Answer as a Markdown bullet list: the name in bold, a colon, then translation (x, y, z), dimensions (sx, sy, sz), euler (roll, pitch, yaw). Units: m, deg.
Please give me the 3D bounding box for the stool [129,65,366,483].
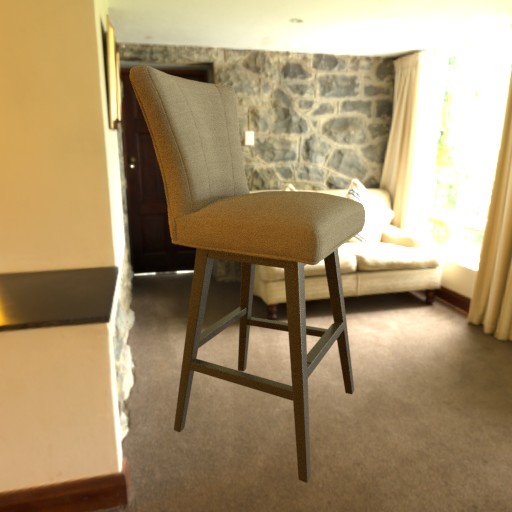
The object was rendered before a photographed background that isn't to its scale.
- **stool**: translation (0.000, 0.000, 1.401), dimensions (0.574, 1.086, 0.514), euler (7, 16, 25)
